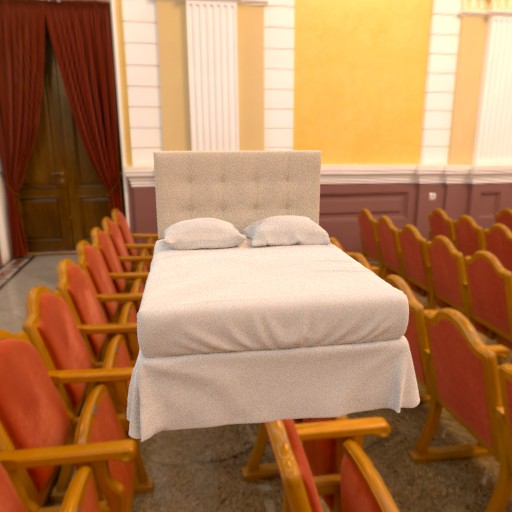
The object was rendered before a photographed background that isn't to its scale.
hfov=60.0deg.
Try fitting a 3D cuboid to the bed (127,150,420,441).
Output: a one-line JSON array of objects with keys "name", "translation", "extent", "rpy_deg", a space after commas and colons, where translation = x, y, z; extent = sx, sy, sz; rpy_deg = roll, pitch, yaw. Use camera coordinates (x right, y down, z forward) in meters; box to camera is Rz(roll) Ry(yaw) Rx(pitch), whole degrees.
[{"name": "bed", "translation": [0.000, 0.000, 3.519], "extent": [1.936, 1.577, 2.222], "rpy_deg": [-2, 15, -9]}]
